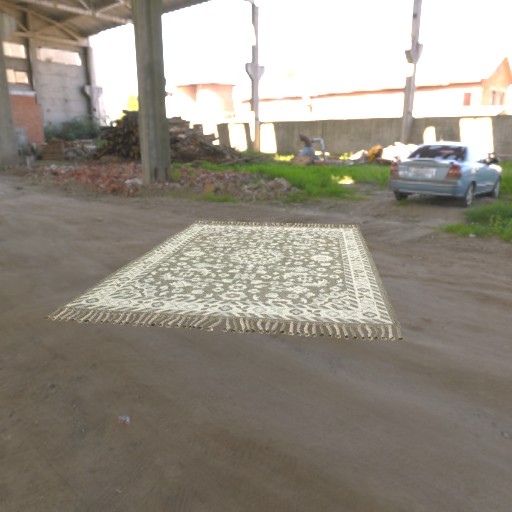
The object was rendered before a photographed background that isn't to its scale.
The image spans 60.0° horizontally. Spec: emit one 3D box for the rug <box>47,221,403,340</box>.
[{"bbox_3d":[0.000,0.000,2.967,1.530,0.025,2.431,2,15,8],"label":"rug"}]
